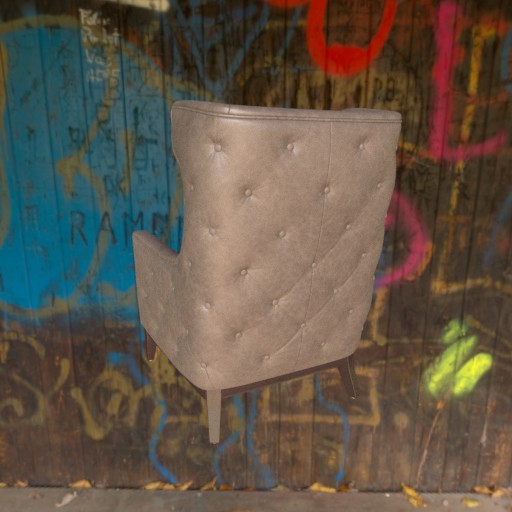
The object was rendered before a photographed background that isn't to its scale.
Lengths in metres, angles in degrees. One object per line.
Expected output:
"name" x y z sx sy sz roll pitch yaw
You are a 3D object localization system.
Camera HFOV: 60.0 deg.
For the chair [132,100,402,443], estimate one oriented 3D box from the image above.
"chair" 0.000 0.000 1.699 0.769 1.079 0.899 -7 16 -26
